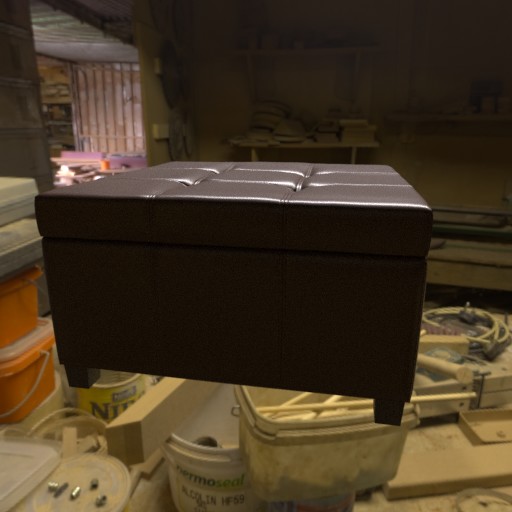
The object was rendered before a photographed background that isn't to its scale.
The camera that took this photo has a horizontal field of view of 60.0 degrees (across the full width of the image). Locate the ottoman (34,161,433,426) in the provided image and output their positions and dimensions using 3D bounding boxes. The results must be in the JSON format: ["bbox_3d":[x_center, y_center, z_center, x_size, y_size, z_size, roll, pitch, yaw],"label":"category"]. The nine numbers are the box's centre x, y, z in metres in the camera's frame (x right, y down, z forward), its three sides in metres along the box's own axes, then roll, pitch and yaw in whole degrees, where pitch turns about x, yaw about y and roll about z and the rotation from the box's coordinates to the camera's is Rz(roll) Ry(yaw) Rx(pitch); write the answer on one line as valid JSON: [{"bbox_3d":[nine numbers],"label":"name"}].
[{"bbox_3d":[0.000,0.000,1.249,0.787,0.460,0.788,3,17,10],"label":"ottoman"}]
